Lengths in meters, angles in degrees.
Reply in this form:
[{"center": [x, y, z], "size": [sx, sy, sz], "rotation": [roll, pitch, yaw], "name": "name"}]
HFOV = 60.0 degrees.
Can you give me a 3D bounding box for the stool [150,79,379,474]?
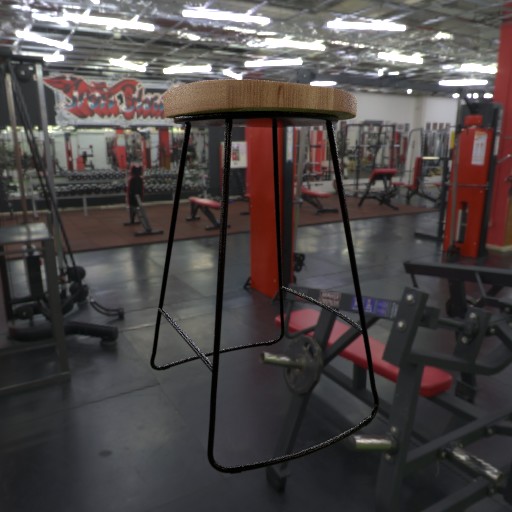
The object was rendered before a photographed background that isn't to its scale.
[{"center": [0.000, 0.000, 0.975], "size": [0.401, 0.679, 0.480], "rotation": [-7, 16, -27], "name": "stool"}]
